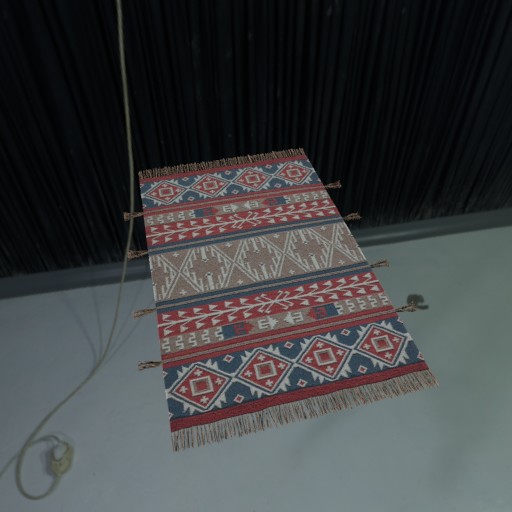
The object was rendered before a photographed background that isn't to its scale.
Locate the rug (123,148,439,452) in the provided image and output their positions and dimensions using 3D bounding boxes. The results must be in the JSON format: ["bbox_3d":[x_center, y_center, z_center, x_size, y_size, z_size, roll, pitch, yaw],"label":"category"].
[{"bbox_3d":[0.000,0.000,2.599,1.469,0.040,2.025,-10,48,-10],"label":"rug"}]
